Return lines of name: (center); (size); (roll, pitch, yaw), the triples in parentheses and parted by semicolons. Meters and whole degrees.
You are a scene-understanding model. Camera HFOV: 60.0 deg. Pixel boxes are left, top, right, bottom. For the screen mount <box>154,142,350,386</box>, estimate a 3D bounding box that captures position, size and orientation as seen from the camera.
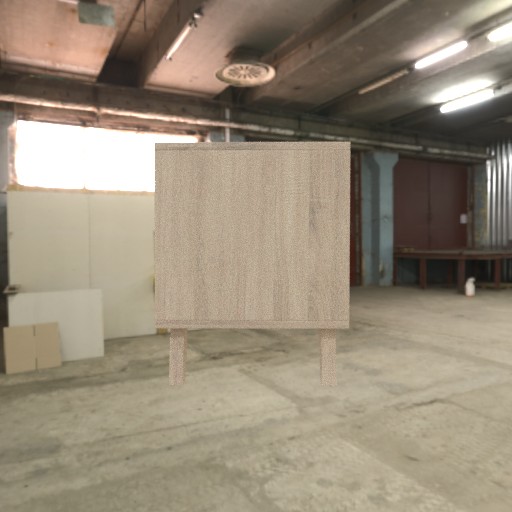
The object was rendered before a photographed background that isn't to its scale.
screen mount: (0.000, 0.000, 1.659); (0.400, 0.510, 1.500); (0, 2, 1)
